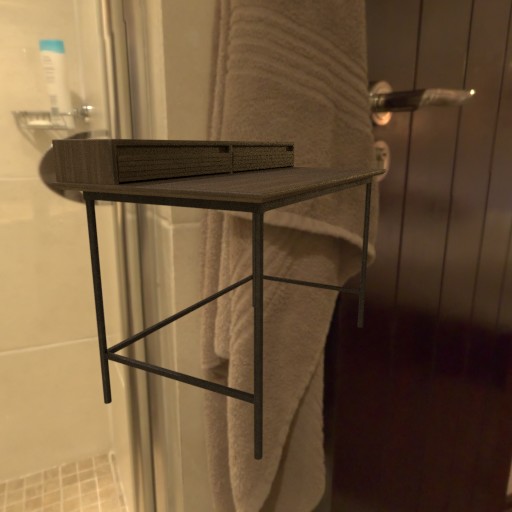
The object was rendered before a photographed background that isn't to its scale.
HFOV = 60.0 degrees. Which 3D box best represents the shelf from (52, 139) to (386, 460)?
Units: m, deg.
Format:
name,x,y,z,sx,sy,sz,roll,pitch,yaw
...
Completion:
name,x,y,z,sx,sy,sz,roll,pitch,yaw
shelf,0.000,0.000,1.721,0.685,0.865,1.212,7,16,27
